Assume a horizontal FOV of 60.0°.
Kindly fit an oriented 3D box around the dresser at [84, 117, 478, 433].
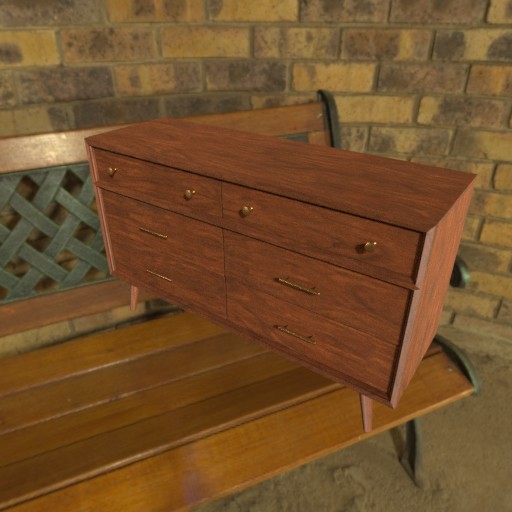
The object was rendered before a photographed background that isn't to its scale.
[{"bbox_3d":[0.000,0.000,1.904,1.472,0.889,0.500,19,35,30],"label":"dresser"}]
